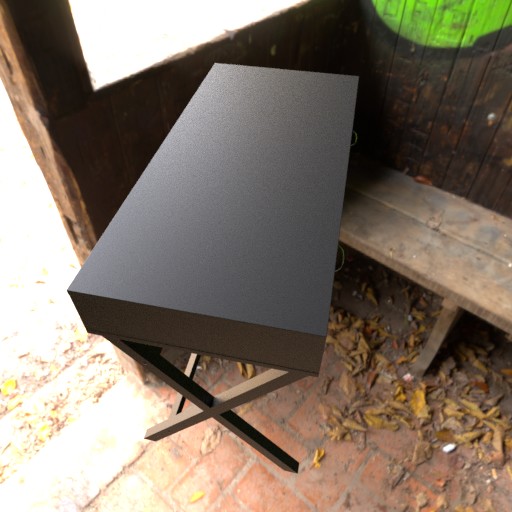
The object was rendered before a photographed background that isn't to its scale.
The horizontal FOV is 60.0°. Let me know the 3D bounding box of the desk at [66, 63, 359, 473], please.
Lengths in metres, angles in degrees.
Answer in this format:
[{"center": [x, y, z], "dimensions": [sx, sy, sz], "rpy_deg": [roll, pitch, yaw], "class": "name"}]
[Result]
[{"center": [0.000, 0.000, 1.458], "dimensions": [0.525, 0.780, 1.057], "rpy_deg": [9, 47, 8], "class": "desk"}]
